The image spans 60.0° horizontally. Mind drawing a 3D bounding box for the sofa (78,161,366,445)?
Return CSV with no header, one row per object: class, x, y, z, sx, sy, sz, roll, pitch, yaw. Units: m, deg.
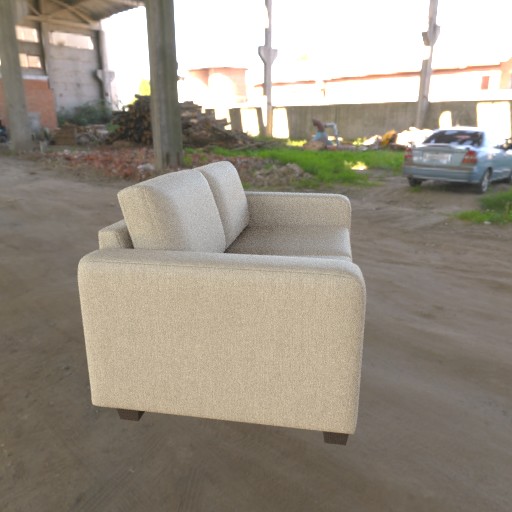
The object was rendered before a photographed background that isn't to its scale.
sofa,0.000,0.000,2.059,0.900,0.800,1.540,3,17,9
